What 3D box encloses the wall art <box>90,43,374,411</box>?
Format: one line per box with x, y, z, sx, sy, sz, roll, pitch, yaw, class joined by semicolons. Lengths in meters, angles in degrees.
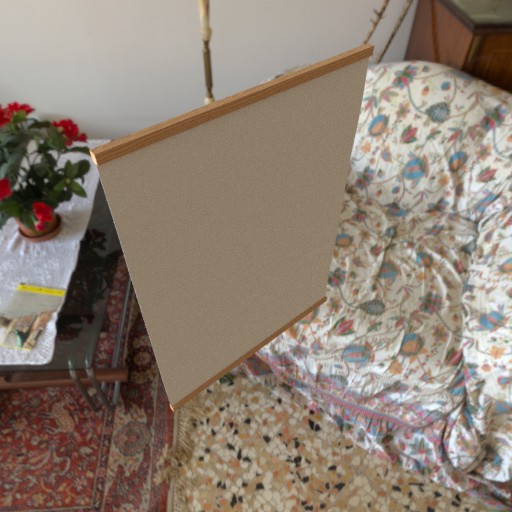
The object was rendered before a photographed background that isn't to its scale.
0.000;0.000;1.298;0.739;1.016;0.020;-31;54;-26;wall art
